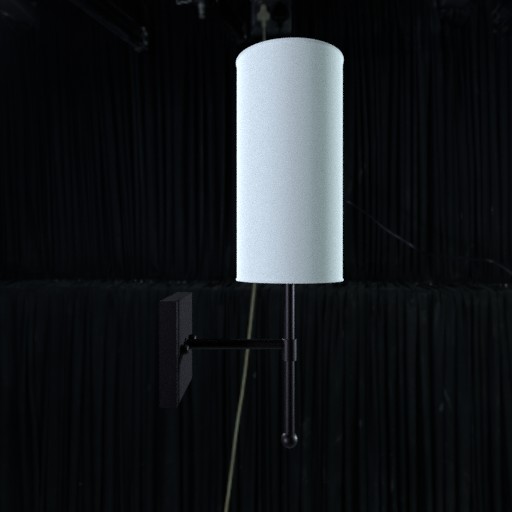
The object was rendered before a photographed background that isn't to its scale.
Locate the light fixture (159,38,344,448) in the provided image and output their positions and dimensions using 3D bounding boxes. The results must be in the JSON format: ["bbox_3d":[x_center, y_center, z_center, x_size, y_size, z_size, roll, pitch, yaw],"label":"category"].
[{"bbox_3d":[0.000,0.000,0.533,0.208,0.462,0.128,0,0,0],"label":"light fixture"}]
